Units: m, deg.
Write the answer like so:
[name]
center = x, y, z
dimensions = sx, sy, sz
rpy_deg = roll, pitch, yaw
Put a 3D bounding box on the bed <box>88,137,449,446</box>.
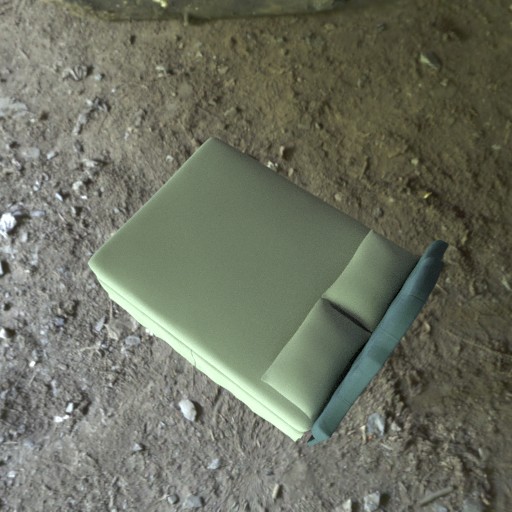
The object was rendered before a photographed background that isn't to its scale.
[bed]
center = 0.000, 0.000, 3.246
dimensions = 2.155, 1.575, 1.636
rpy_deg = 34, 69, 15
